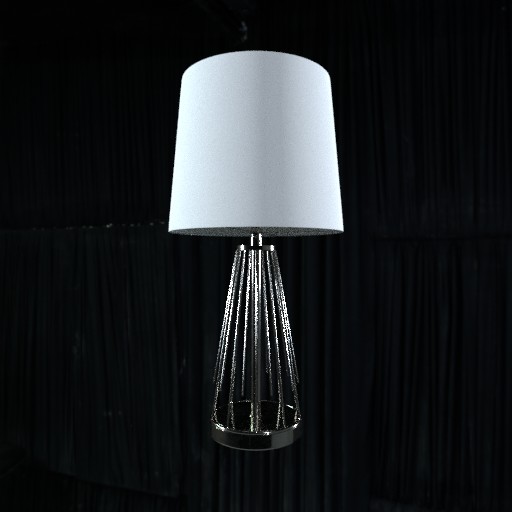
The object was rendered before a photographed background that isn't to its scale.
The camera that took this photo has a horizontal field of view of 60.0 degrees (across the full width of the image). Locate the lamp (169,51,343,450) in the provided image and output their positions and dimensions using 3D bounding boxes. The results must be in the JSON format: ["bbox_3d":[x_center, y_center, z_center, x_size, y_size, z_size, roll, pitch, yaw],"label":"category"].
[{"bbox_3d":[0.000,0.000,0.784,0.303,0.618,0.303,0,0,0],"label":"lamp"}]
